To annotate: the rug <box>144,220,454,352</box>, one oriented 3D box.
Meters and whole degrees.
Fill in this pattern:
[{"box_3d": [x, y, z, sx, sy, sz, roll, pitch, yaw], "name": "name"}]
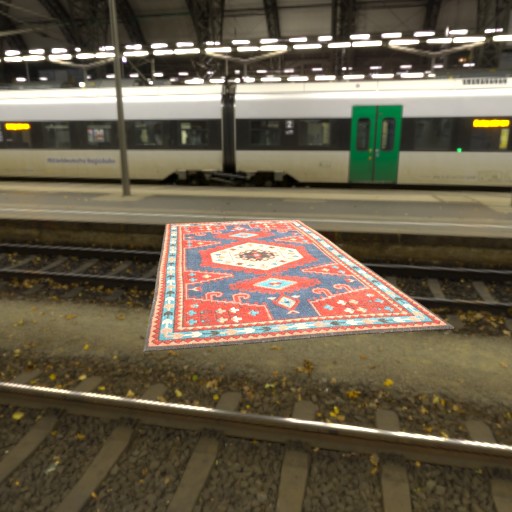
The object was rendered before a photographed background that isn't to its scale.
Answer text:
[{"box_3d": [0.000, 0.000, 3.550, 1.522, 0.034, 3.032, -2, 15, -9], "name": "rug"}]
